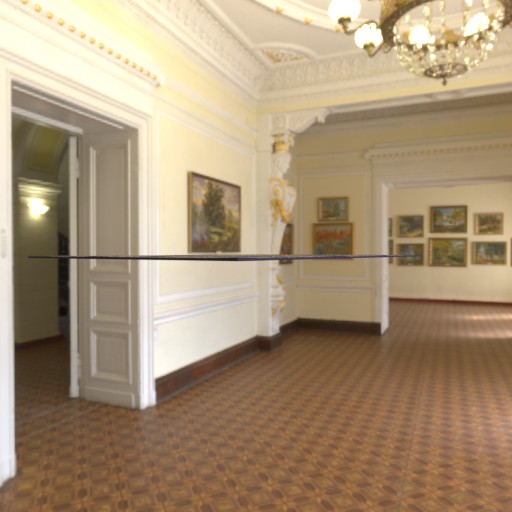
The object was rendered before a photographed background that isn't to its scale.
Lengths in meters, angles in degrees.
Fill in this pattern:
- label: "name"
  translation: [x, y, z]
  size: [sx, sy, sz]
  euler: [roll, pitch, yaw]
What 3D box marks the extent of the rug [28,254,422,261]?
- label: "rug"
  translation: [0.000, 0.000, 2.305]
  size: [1.184, 0.012, 1.781]
  euler: [0, 1, 36]
